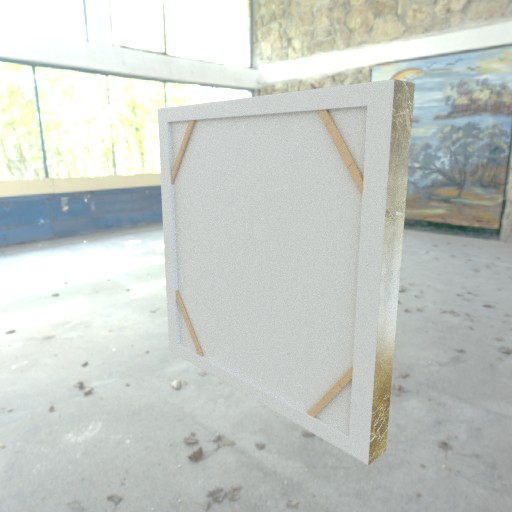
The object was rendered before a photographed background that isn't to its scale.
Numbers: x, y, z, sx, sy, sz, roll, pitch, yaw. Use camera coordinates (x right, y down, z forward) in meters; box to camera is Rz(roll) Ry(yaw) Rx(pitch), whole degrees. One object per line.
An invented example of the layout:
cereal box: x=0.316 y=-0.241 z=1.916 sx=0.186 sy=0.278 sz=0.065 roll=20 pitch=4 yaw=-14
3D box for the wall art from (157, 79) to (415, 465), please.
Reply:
wall art: x=0.000 y=0.000 z=0.605 sx=0.038 sy=0.407 sz=0.405 roll=-12 pitch=18 yaw=-42
